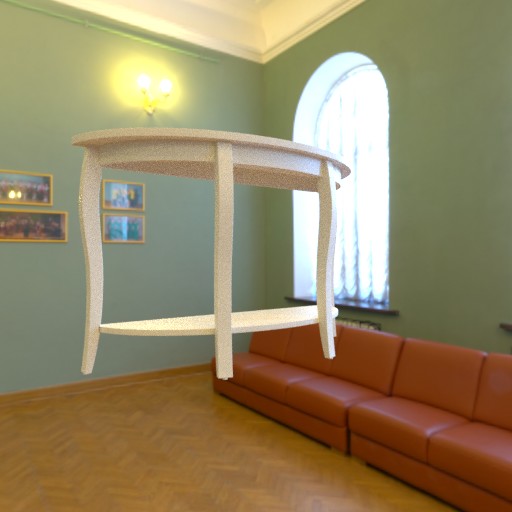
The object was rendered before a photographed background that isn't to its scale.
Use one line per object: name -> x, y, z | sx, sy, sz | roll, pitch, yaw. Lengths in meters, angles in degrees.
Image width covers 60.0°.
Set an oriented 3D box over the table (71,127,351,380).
table -> 0.000, 0.000, 1.660 | 1.219, 0.780, 0.394 | 0, 0, -36
